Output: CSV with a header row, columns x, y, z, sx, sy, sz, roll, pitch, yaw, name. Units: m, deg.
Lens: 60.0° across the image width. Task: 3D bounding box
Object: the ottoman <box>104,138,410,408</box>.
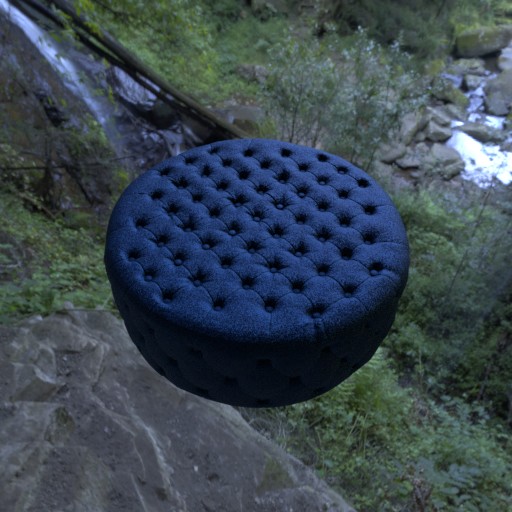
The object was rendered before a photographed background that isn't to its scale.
x,y,z,sx,sy,sz,roll,pitch,yaw,name
0.000,0.000,1.557,0.998,0.398,0.998,0,47,0,ottoman
